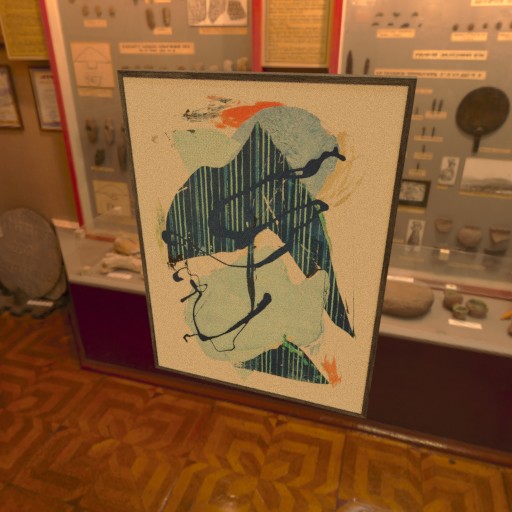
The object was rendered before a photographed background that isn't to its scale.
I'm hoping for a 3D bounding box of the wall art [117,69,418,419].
[{"bbox_3d":[0.000,0.000,1.327,0.762,1.016,0.063,9,28,16],"label":"wall art"}]
